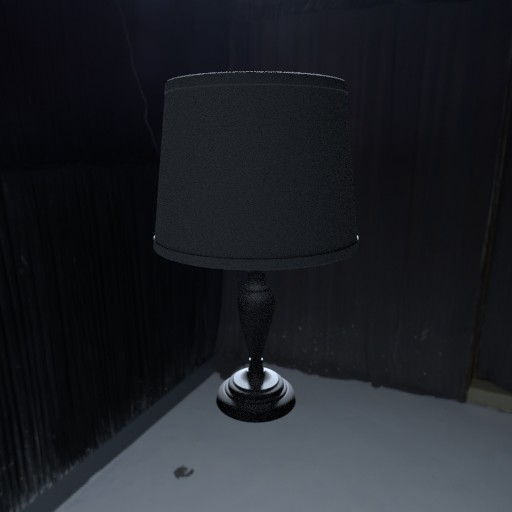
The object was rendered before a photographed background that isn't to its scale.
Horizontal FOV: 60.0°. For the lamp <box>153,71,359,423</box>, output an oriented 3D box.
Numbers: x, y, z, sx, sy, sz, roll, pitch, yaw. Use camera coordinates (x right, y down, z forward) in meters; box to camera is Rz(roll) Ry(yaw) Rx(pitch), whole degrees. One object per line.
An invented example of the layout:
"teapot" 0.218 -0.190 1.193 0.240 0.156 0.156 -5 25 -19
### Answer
"lamp" 0.000 0.000 0.692 0.310 0.501 0.310 0 14 0
